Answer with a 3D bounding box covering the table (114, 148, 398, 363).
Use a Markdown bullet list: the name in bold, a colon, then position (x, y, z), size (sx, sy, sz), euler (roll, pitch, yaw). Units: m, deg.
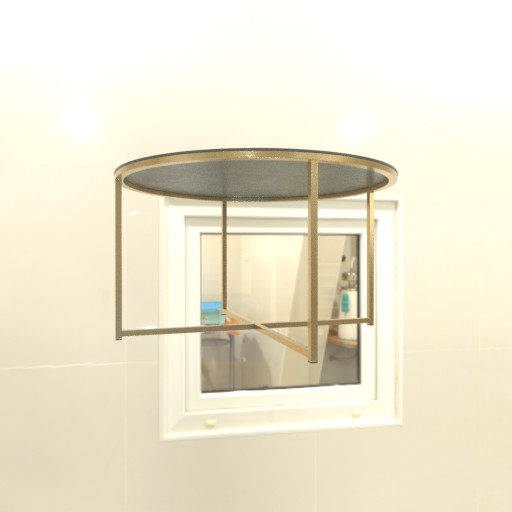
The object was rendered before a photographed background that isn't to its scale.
- **table**: position (0.000, 0.000, 1.314), size (0.800, 0.450, 0.800), euler (0, 0, 0)
